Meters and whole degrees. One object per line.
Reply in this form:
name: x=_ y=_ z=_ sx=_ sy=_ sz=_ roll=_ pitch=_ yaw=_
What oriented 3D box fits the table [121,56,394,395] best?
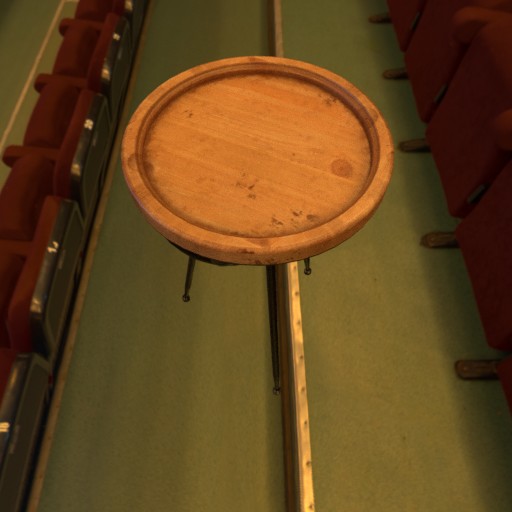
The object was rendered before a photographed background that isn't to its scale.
table: x=0.000 y=0.000 z=0.947 sx=0.414 sy=0.664 sz=0.418 roll=-1 pitch=58 yaw=-1
